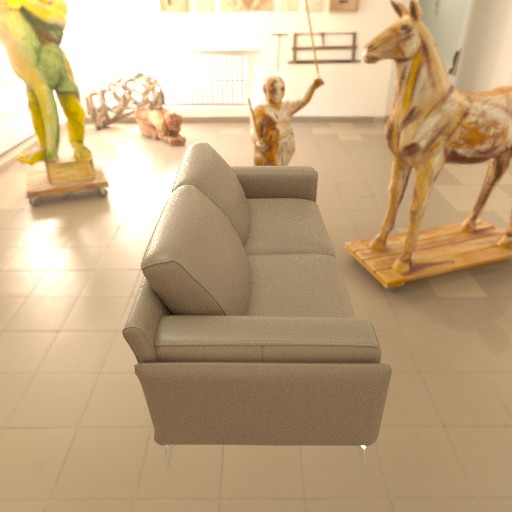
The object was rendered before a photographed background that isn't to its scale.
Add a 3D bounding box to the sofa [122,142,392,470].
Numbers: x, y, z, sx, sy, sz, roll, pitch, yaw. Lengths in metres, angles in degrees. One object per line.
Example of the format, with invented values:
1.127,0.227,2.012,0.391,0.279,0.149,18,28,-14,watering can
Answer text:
0.000,0.000,2.535,1.049,0.930,2.101,0,30,-1,sofa
